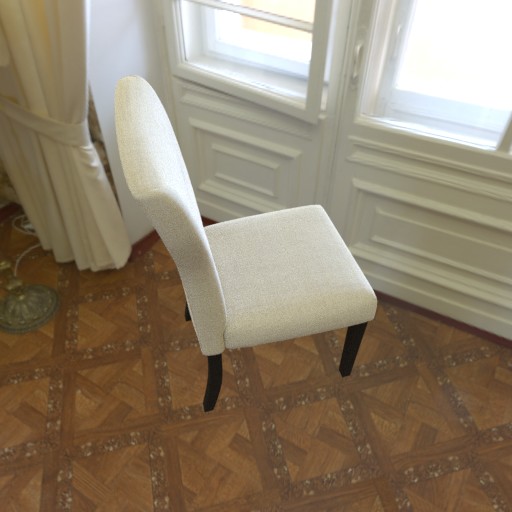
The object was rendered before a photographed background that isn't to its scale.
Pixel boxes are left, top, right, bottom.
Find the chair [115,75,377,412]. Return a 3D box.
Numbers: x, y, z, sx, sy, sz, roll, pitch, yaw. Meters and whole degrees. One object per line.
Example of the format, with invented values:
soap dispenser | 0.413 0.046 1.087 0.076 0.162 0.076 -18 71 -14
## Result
chair | 0.000 0.000 1.284 0.597 0.921 0.509 -11 46 -11
